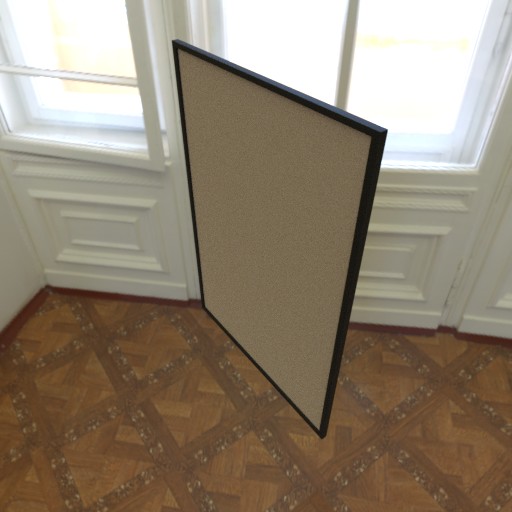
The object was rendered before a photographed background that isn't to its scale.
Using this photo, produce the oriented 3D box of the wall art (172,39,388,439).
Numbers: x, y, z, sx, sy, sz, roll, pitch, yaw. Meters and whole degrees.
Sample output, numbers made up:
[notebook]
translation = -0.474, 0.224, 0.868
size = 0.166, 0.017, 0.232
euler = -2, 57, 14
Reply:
[wall art]
translation = 0.000, 0.000, 0.831
size = 0.013, 0.660, 0.460
euler = -26, 46, -28
